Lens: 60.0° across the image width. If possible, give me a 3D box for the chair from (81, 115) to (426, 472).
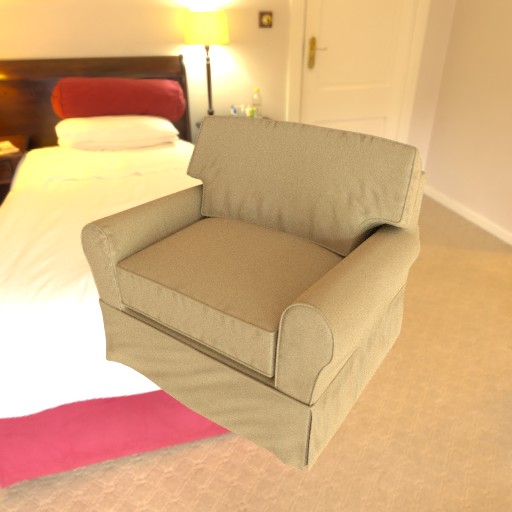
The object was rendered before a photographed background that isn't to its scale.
[{"bbox_3d":[0.000,0.000,1.772,1.096,0.937,0.903,19,34,30],"label":"chair"}]
